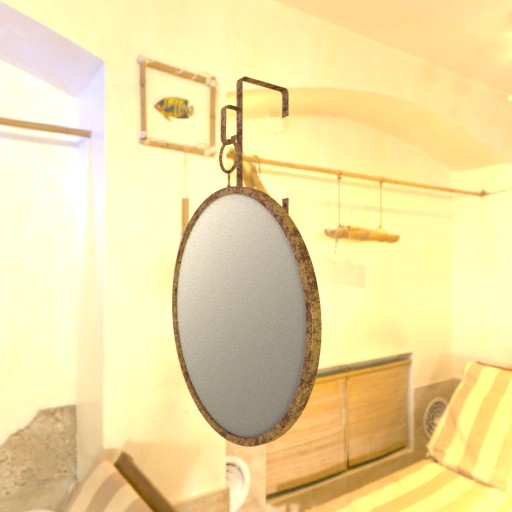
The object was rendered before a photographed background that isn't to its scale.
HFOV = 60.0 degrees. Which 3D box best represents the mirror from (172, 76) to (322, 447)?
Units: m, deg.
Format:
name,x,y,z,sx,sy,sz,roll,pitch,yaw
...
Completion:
name,x,y,z,sx,sy,sz,roll,pitch,yaw
mirror,0.000,0.000,0.825,0.144,0.651,0.447,0,-1,-36
